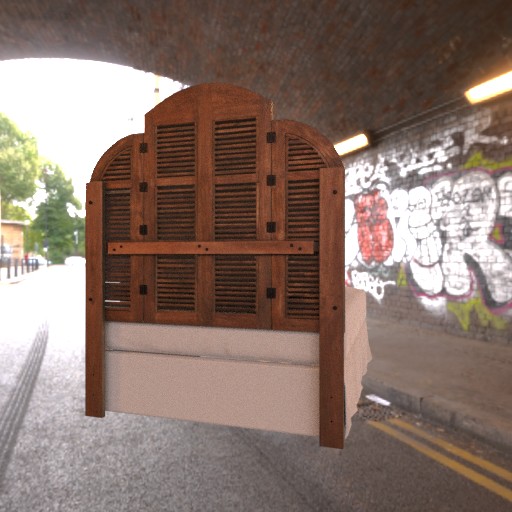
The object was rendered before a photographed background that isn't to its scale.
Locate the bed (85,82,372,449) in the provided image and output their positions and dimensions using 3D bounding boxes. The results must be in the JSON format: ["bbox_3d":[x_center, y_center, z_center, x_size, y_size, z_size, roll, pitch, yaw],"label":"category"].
[{"bbox_3d":[0.000,0.000,3.566,1.713,2.019,2.138,0,0,17],"label":"bed"}]
